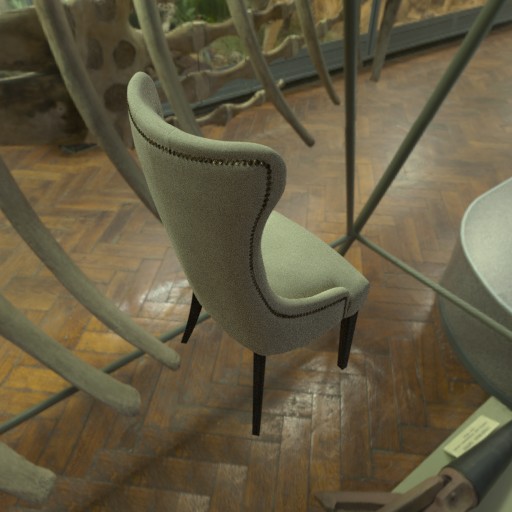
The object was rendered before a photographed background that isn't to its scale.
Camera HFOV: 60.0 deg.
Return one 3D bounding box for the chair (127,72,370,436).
[{"bbox_3d":[0.000,0.000,1.398,0.590,1.065,0.584,-26,47,-27],"label":"chair"}]
